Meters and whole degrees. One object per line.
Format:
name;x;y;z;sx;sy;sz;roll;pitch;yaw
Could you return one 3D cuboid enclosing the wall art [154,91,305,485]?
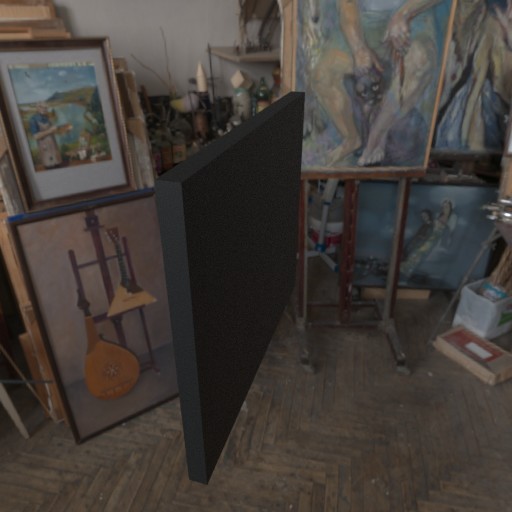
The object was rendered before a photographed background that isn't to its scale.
wall art;0.000;0.000;0.765;0.029;0.457;0.558;9;30;15
